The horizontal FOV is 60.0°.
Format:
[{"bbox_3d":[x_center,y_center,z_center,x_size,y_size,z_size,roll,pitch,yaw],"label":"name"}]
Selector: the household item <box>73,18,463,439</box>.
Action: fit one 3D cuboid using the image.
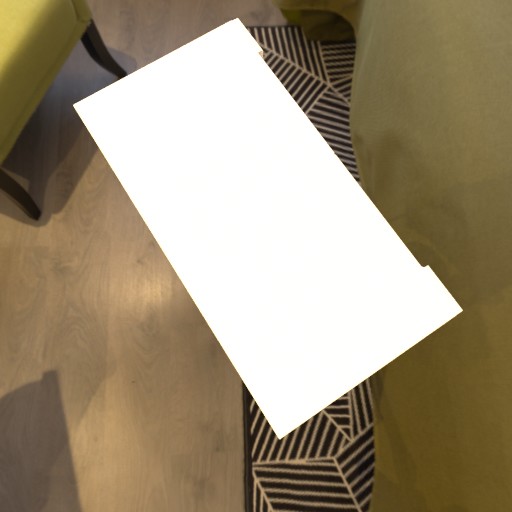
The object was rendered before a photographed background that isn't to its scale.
[{"bbox_3d":[0.000,0.000,1.318,0.420,0.870,0.800,-32,78,-8],"label":"household item"}]
